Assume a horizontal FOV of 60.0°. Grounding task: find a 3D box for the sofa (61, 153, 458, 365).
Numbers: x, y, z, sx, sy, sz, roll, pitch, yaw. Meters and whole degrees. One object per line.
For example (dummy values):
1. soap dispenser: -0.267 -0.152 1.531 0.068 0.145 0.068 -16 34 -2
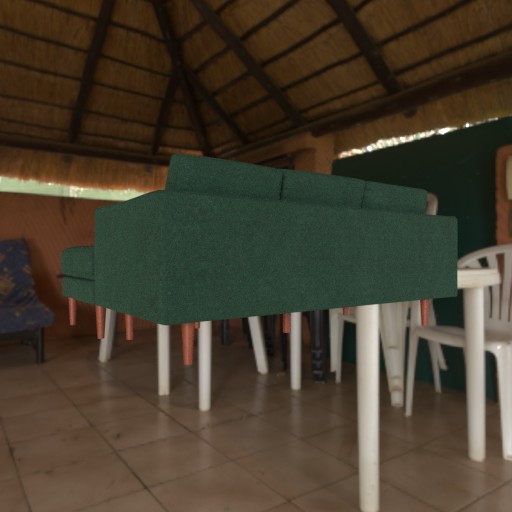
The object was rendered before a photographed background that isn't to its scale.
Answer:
1. sofa: 0.000 0.000 2.849 2.030 0.899 1.580 0 0 -36
